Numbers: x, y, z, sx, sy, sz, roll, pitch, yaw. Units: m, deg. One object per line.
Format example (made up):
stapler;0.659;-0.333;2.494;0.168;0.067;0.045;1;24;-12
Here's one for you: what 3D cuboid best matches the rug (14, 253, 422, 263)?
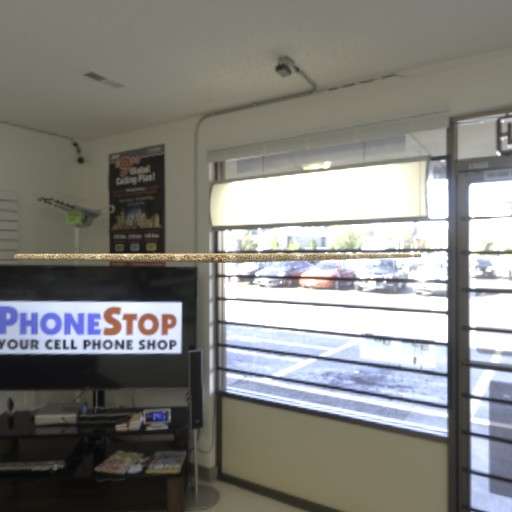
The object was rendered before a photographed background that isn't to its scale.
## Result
rug;0.000;0.000;2.971;1.524;0.030;2.438;0;0;35
